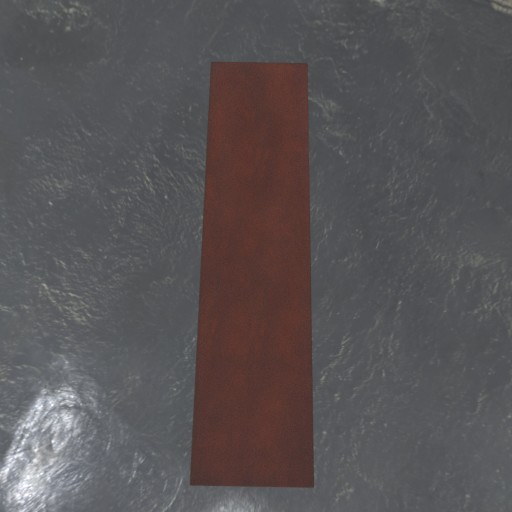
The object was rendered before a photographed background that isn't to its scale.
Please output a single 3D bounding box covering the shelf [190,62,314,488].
[{"bbox_3d":[0.000,0.000,0.662,0.152,0.088,0.607,1,75,0],"label":"shelf"}]
